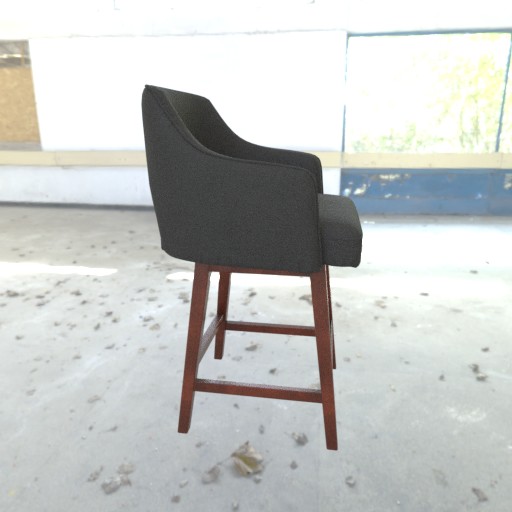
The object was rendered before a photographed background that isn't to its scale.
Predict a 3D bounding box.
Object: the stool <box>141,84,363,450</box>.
[{"bbox_3d":[0.000,0.000,1.268,0.558,0.912,0.548,3,17,9],"label":"stool"}]
